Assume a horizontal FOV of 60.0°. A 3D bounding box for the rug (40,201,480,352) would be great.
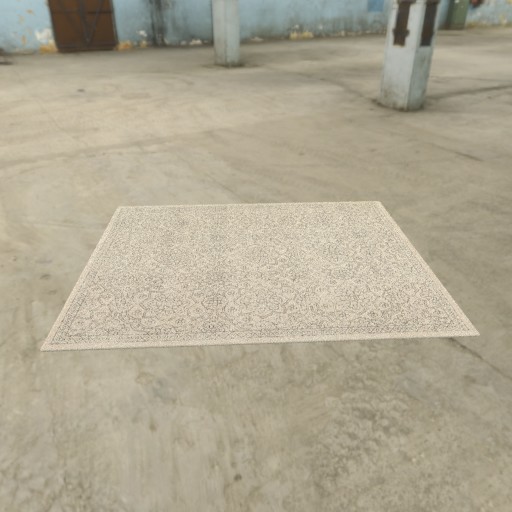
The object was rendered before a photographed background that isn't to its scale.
[{"bbox_3d":[0.000,0.000,4.115,3.050,0.015,2.441,-1,30,-3],"label":"rug"}]
